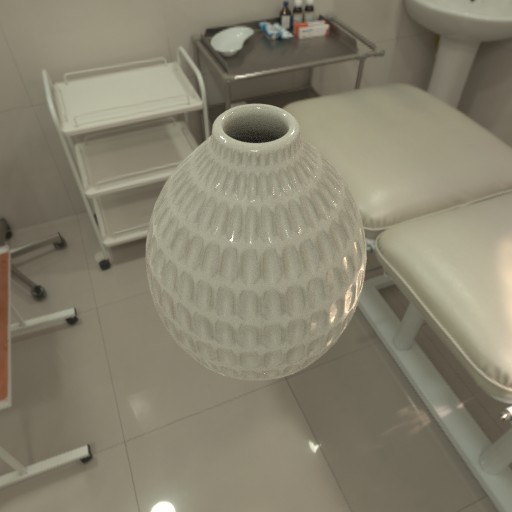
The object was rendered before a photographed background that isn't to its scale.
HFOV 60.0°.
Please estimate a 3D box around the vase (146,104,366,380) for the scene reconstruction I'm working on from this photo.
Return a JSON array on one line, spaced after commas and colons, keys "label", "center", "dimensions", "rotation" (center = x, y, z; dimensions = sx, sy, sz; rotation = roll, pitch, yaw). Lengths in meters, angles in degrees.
[{"label": "vase", "center": [0.000, 0.000, 0.333], "dimensions": [0.162, 0.223, 0.162], "rotation": [0, 47, 0]}]
